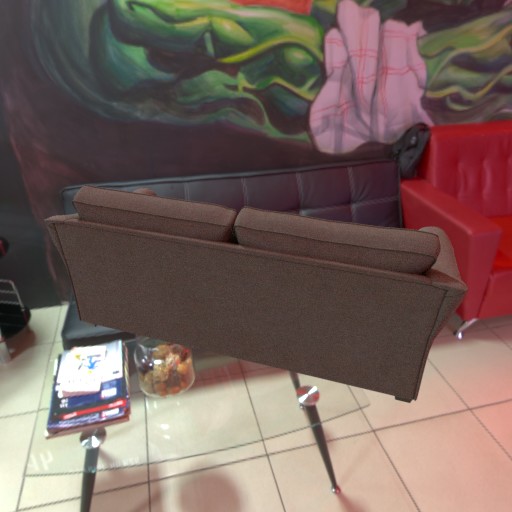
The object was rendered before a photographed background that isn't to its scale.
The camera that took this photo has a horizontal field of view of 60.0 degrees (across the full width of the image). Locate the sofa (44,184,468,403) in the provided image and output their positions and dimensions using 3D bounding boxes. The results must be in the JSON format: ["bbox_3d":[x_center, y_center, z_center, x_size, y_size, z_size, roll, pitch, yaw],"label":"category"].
[{"bbox_3d":[0.000,0.000,2.752,2.270,0.906,0.986,10,31,16],"label":"sofa"}]
